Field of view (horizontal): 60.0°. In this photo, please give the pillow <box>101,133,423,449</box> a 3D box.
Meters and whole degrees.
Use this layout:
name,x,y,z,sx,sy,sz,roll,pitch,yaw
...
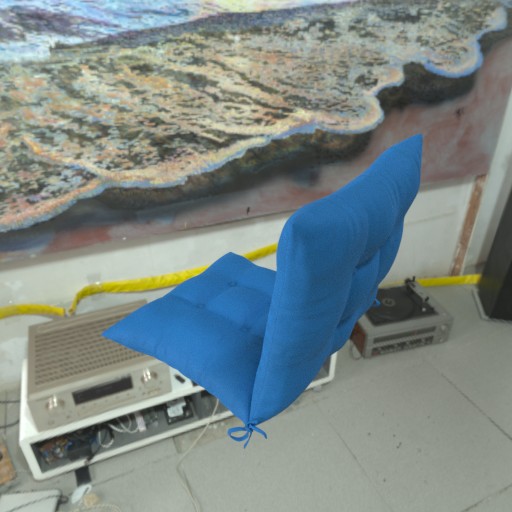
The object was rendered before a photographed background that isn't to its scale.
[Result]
name,x,y,z,sx,sy,sz,roll,pitch,yaw
pillow,0.000,0.000,1.010,0.585,0.536,0.541,21,38,31
